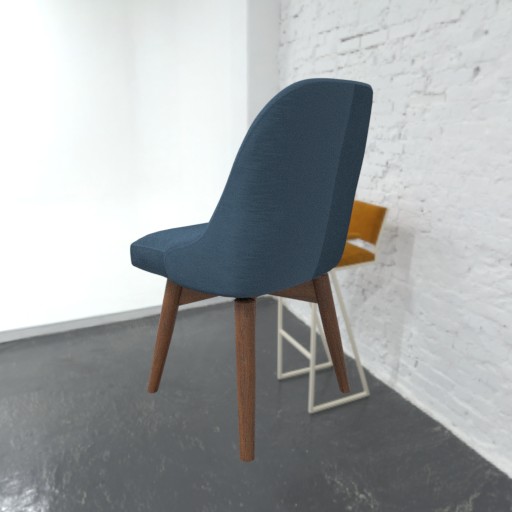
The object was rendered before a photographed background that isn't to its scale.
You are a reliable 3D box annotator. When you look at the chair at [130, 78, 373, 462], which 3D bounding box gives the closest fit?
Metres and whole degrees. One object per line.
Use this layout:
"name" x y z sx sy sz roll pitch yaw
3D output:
"chair" 0.000 0.000 1.250 0.589 0.882 0.503 15 21 43
